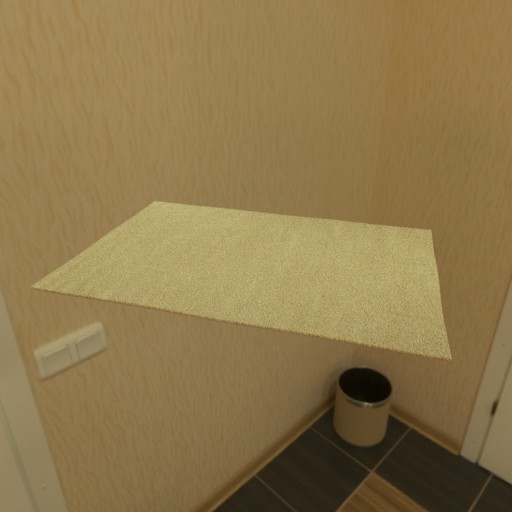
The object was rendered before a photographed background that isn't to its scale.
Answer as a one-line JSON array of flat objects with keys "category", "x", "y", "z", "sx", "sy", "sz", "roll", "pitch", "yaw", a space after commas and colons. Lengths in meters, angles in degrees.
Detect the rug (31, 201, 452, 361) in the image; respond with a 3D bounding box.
[{"category": "rug", "x": 0.000, "y": 0.000, "z": 3.478, "sx": 2.699, "sy": 0.025, "sz": 1.800, "roll": 7, "pitch": 28, "yaw": 14}]
